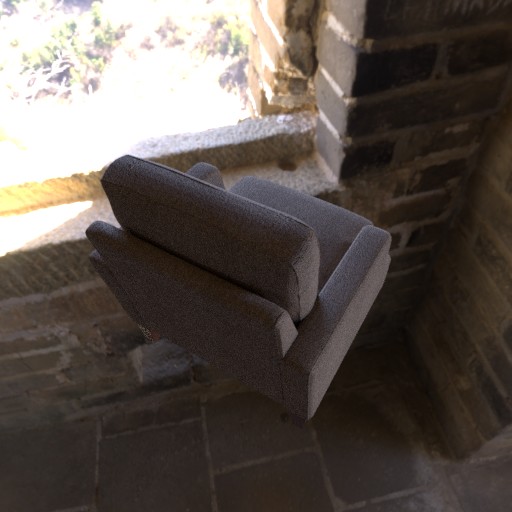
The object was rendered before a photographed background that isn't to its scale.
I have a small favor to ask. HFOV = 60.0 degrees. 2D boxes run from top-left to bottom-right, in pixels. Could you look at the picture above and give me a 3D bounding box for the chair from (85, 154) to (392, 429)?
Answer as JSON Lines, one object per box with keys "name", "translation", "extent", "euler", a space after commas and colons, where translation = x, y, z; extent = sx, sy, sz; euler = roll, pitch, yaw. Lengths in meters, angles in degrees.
{"name": "chair", "translation": [0.000, 0.000, 1.679], "extent": [0.855, 0.993, 0.897], "euler": [24, 51, 21]}
